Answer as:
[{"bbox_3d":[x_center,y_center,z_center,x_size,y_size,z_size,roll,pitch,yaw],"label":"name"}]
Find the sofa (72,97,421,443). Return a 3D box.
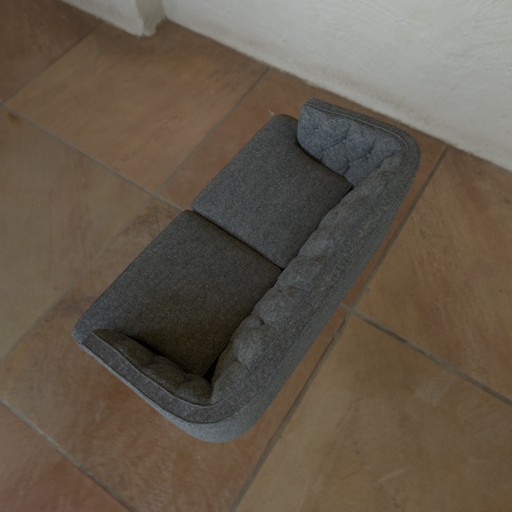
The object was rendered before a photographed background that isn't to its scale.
[{"bbox_3d":[0.000,0.000,2.270,0.941,0.855,1.733,33,68,16],"label":"sofa"}]
